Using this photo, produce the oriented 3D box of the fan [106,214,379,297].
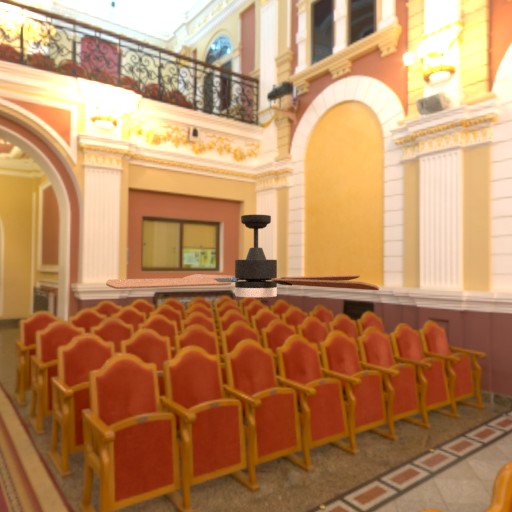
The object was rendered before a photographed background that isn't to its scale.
[{"bbox_3d":[0.000,0.000,1.975,1.320,0.355,1.320,1,-1,-36],"label":"fan"}]
